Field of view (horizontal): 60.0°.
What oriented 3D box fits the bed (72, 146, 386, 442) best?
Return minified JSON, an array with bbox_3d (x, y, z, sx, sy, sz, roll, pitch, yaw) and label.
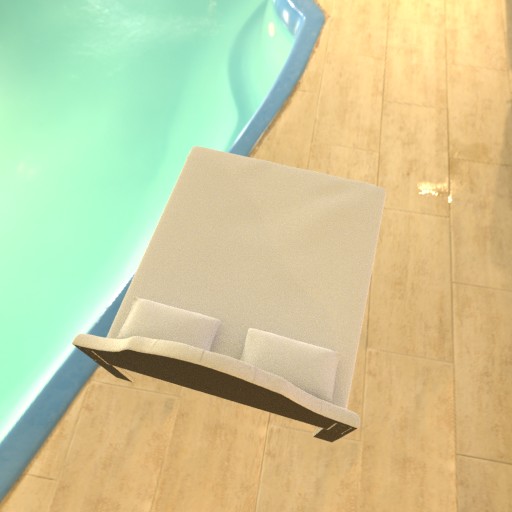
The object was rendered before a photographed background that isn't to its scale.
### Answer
[{"bbox_3d":[0.000,0.000,3.573,2.008,1.615,2.214,14,64,7],"label":"bed"}]
